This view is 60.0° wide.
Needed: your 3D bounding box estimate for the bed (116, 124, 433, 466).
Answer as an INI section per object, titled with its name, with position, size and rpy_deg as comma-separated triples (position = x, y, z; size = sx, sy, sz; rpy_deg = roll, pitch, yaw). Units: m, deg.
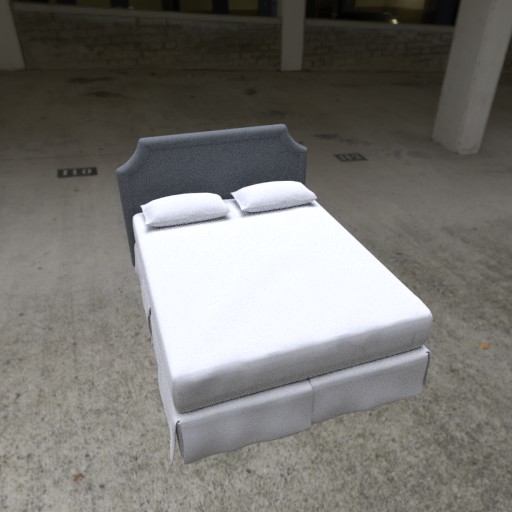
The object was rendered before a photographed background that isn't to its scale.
[bed]
position = 0.000, 0.000, 3.393
size = 1.811, 1.296, 2.259
rpy_deg = -11, 34, -16
